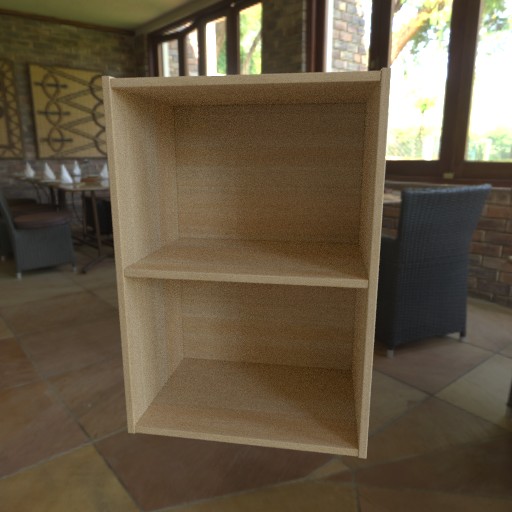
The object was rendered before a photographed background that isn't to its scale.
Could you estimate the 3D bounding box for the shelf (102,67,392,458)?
[{"bbox_3d":[0.000,0.000,0.822,0.414,0.592,0.290,2,13,9],"label":"shelf"}]
